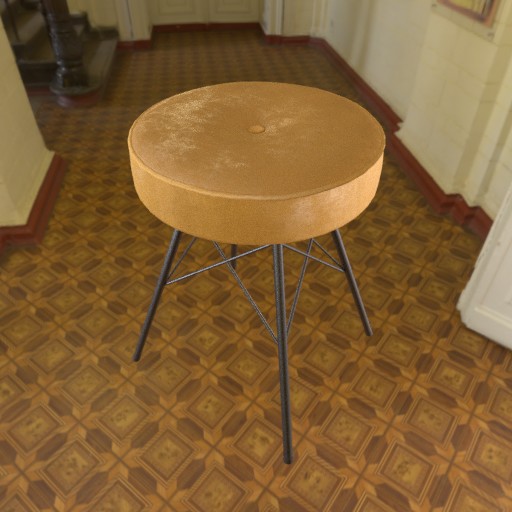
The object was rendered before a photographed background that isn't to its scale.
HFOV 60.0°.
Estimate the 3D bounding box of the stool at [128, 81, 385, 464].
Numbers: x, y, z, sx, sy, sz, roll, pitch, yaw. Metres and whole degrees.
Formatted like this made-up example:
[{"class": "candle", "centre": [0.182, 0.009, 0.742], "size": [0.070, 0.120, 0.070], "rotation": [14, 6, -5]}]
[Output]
[{"class": "stool", "centre": [0.000, 0.000, 0.925], "size": [0.472, 0.595, 0.438], "rotation": [26, 47, 27]}]
